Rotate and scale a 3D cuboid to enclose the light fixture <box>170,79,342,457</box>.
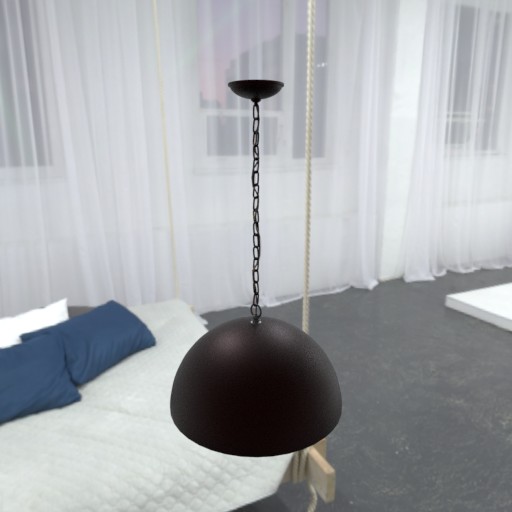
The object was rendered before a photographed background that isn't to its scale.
[{"bbox_3d":[0.000,0.000,1.190,0.492,0.869,0.492,13,18,43],"label":"light fixture"}]
